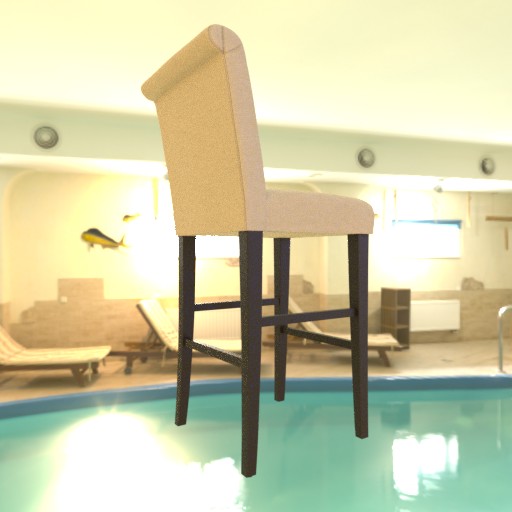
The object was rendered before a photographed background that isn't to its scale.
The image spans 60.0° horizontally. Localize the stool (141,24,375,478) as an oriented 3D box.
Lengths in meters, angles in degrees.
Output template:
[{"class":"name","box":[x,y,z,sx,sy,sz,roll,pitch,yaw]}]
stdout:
[{"class":"stool","box":[0.000,0.000,1.395,0.597,1.124,0.452,0,0,-35]}]
